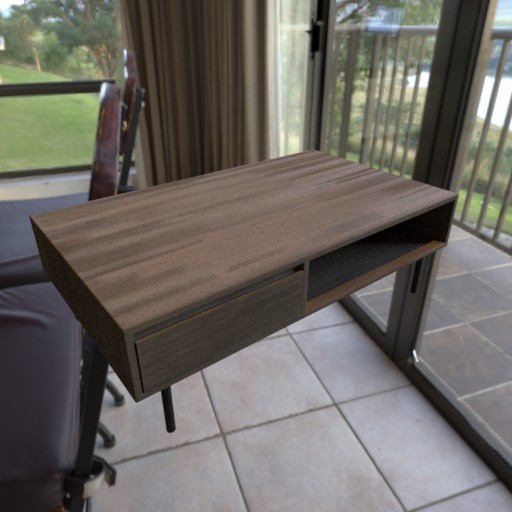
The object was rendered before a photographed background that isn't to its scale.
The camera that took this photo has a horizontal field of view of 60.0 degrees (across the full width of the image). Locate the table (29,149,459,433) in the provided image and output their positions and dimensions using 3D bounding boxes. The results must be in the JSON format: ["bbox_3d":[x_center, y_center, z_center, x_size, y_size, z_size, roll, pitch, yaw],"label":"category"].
[{"bbox_3d":[0.000,0.000,1.375,1.088,0.347,0.643,-21,35,-32],"label":"table"}]
